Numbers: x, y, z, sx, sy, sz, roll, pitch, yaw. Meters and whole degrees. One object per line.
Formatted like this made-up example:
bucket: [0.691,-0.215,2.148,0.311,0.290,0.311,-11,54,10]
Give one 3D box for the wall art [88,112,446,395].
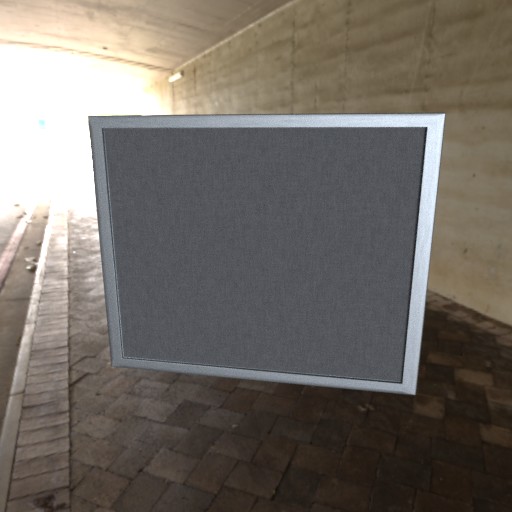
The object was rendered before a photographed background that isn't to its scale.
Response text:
wall art: [0.000,0.000,0.751,0.556,0.457,0.028,3,15,10]
